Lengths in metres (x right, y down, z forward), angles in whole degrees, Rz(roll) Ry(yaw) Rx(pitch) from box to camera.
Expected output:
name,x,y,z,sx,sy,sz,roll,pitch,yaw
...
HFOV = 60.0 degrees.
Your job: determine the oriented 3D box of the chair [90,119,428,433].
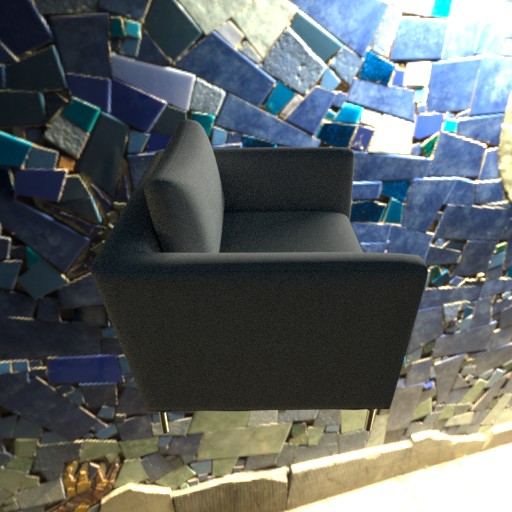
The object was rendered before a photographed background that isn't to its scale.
name,x,y,z,sx,sy,sz,roll,pitch,yaw
chair,0.000,0.000,1.688,0.889,0.864,1.041,0,31,-1
